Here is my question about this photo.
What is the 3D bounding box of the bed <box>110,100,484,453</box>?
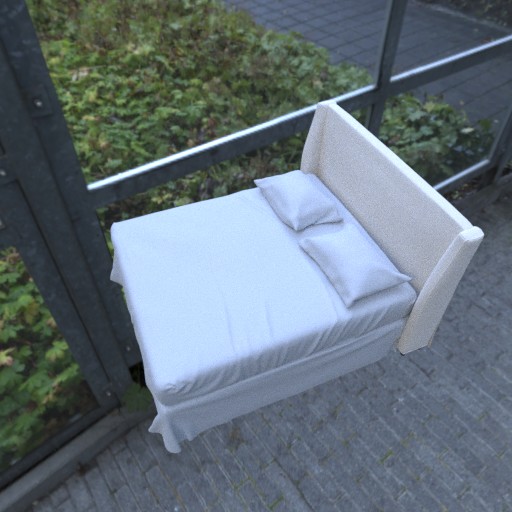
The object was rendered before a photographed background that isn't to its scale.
[{"bbox_3d":[0.000,0.000,3.475,2.276,1.332,1.925,-17,48,-16],"label":"bed"}]
